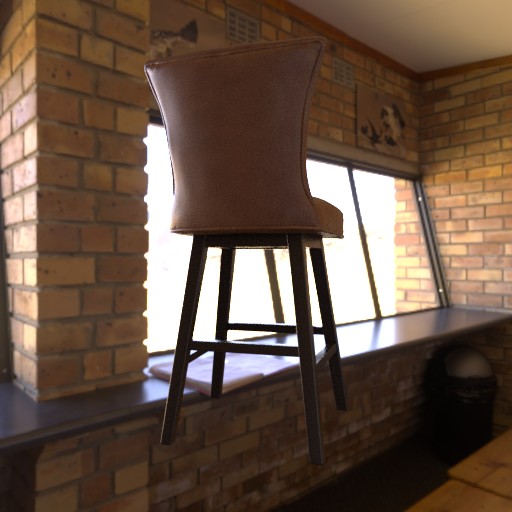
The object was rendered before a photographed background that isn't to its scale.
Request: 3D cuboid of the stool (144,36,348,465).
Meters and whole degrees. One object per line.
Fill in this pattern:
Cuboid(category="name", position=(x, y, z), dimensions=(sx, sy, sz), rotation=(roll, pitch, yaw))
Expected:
Cuboid(category="stool", position=(0.000, 0.000, 1.395), dimensions=(0.522, 1.094, 0.585), rotation=(0, 0, 17))
